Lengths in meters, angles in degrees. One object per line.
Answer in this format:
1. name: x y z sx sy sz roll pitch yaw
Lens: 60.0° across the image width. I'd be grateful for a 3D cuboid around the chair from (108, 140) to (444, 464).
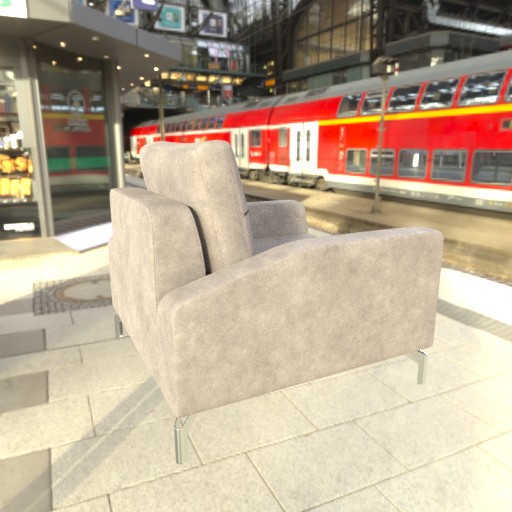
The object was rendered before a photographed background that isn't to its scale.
1. chair: 0.000 0.000 1.593 0.900 0.800 0.900 -7 16 -26
